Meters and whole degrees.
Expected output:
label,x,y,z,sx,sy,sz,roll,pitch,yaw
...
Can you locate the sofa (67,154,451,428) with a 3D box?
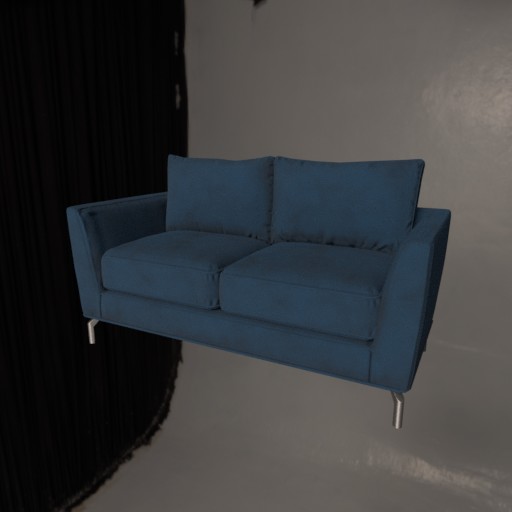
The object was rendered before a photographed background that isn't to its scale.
label,x,y,z,sx,sy,sz,roll,pitch,yaw
sofa,0.000,0.000,2.297,1.770,1.002,0.853,7,16,26
